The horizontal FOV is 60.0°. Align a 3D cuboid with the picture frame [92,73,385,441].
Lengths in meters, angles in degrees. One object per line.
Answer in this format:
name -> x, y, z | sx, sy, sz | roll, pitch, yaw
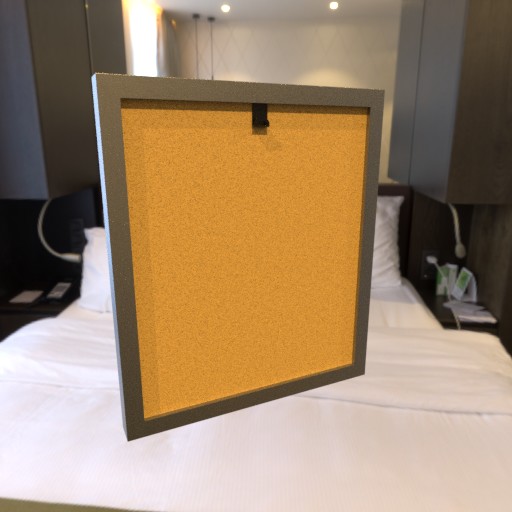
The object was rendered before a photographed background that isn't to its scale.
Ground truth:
picture frame -> 0.000, 0.000, 1.330 | 0.839, 0.968, 0.073 | -7, 17, -25
